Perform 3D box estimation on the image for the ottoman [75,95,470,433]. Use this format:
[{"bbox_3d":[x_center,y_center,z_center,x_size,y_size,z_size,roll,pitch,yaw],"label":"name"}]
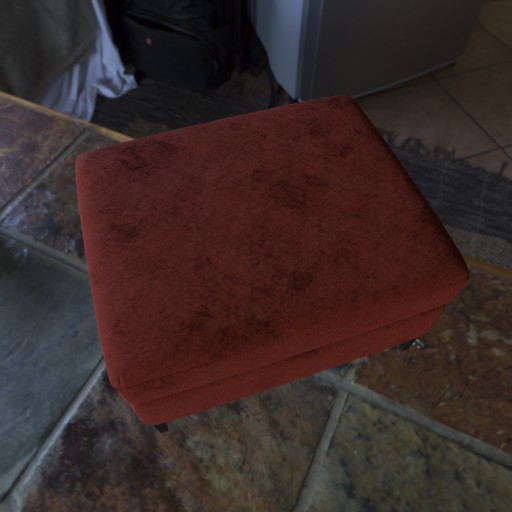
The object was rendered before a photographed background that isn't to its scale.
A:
[{"bbox_3d":[0.000,0.000,1.188,0.782,0.462,0.650,-16,59,-10],"label":"ottoman"}]
